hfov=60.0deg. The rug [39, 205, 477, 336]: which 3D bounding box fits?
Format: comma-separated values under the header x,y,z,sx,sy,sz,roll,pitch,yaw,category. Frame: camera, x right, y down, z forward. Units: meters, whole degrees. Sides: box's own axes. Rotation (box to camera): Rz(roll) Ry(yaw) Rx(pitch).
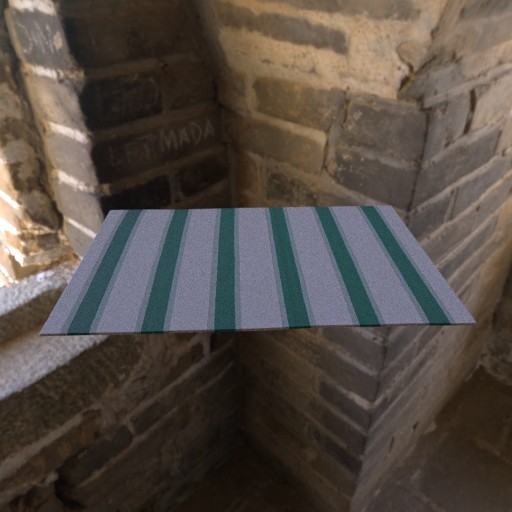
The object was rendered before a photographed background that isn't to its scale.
x,y,z,sx,sy,sz,roll,pitch,yaw,category
0.000,0.000,2.366,1.829,0.012,1.210,-1,31,-2,rug
